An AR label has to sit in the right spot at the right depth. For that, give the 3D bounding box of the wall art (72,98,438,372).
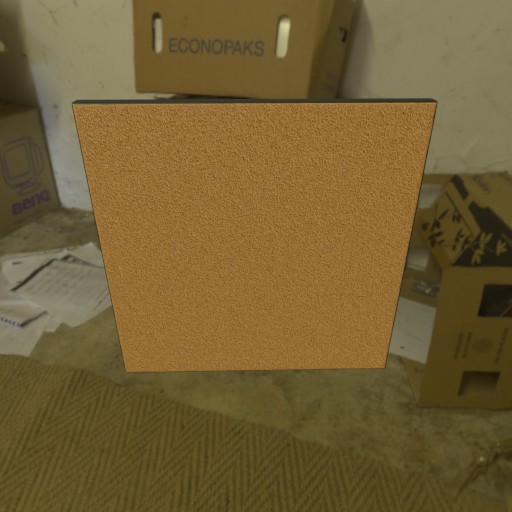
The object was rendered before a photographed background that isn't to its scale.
[{"bbox_3d":[0.000,0.000,0.672,0.456,0.453,0.022,-1,30,-1],"label":"wall art"}]
